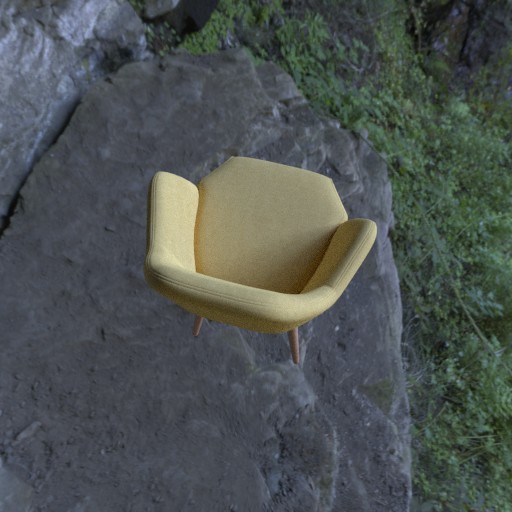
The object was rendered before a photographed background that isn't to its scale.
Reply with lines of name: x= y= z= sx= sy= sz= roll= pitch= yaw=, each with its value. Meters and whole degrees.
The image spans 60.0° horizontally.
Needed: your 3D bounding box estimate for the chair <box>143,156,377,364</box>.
chair: x=0.000 y=0.000 z=1.288 sx=0.590 sy=0.840 sz=0.610 roll=14 pitch=65 yaw=7
